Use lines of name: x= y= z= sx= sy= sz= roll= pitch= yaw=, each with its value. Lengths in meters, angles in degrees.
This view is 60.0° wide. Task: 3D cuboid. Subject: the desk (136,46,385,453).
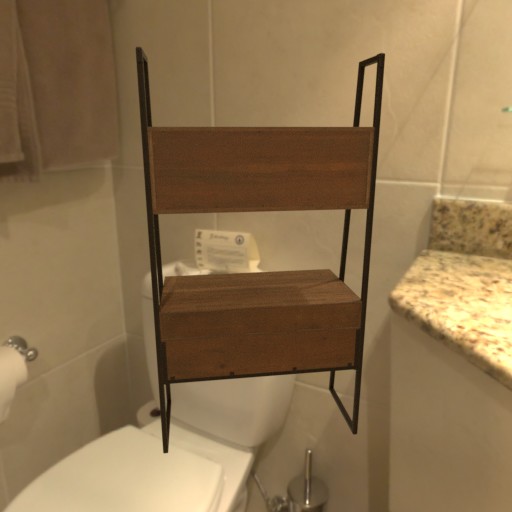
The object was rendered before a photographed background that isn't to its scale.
desk: x=0.000 y=0.000 z=2.209 sx=0.982 sy=1.809 sz=0.515 roll=-2 pitch=16 yaw=-8
